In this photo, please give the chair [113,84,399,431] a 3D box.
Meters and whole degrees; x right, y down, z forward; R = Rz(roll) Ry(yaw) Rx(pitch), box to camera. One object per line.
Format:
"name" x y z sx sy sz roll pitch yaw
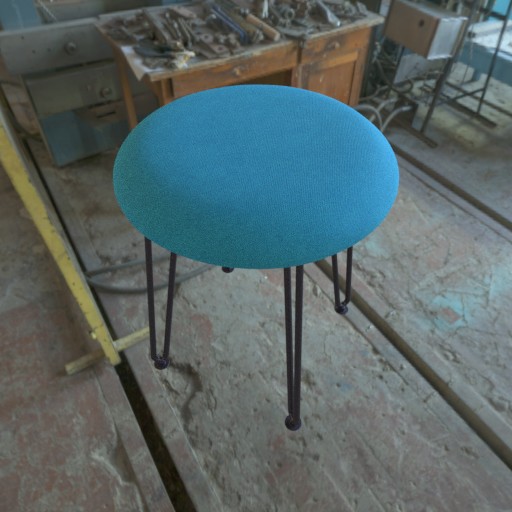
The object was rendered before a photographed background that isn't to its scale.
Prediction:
"chair" 0.000 0.000 0.680 0.350 0.430 0.350 10 47 9
